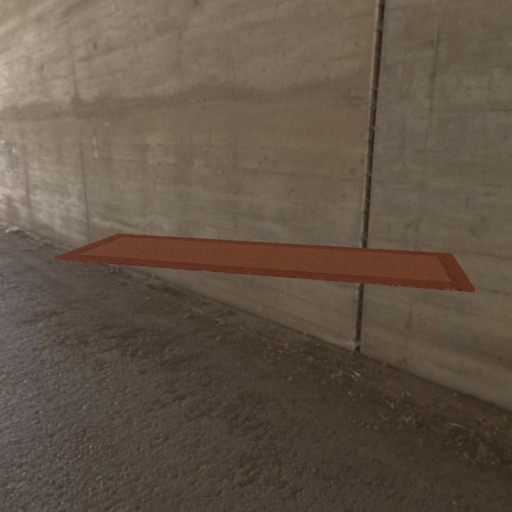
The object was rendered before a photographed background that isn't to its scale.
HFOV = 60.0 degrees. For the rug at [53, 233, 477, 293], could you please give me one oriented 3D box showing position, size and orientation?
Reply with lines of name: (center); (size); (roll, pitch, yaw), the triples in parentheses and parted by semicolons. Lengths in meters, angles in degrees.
rug: (0.000, 0.000, 2.806); (2.471, 0.013, 0.914); (3, 15, 11)
